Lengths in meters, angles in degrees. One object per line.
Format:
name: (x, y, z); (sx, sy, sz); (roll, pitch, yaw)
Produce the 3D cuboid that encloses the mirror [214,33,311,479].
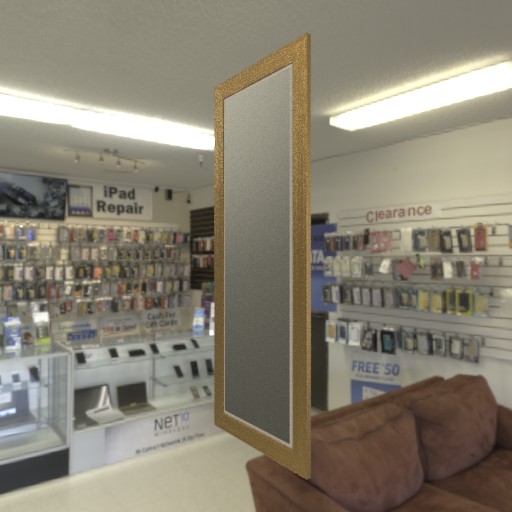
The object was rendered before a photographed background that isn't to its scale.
mirror: (0.000, 0.000, 2.350); (0.025, 2.031, 0.812); (0, 0, -36)
